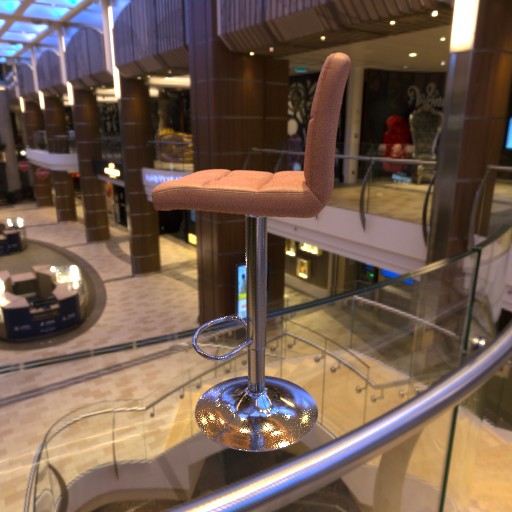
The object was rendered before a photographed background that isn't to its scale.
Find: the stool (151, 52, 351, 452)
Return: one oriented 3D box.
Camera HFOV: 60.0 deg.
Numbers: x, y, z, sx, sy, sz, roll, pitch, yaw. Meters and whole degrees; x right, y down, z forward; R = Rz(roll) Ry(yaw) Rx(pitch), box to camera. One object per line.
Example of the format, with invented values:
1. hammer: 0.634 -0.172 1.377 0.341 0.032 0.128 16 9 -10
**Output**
1. stool: 0.000 0.000 1.385 0.505 1.115 0.430 2 16 8
